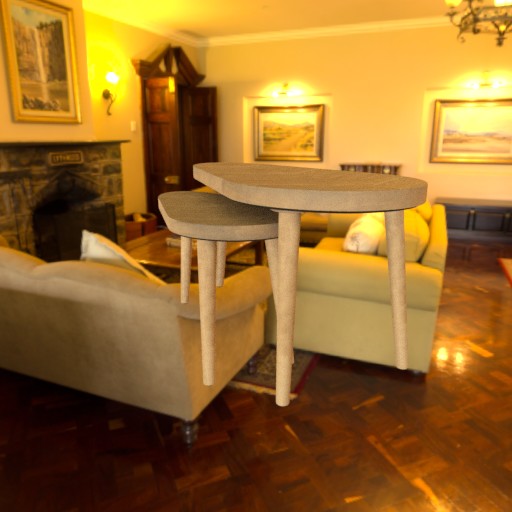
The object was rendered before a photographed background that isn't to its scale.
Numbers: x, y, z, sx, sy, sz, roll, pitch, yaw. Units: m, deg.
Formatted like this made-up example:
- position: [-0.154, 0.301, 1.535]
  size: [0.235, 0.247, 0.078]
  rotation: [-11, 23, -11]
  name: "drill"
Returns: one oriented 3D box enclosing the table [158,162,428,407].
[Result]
- position: [0.000, 0.000, 1.599]
  size: [0.701, 0.595, 1.190]
  rotation: [-8, 17, -26]
  name: "table"
